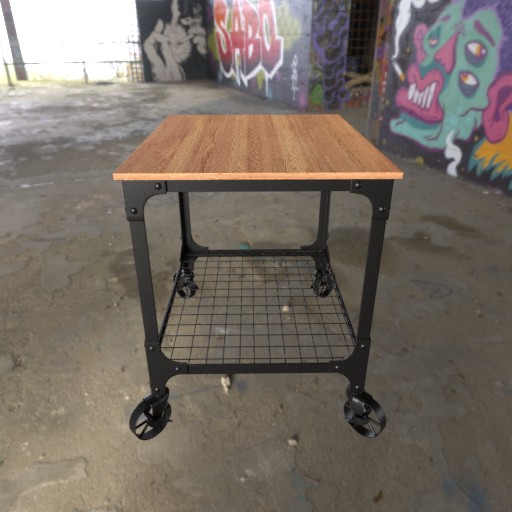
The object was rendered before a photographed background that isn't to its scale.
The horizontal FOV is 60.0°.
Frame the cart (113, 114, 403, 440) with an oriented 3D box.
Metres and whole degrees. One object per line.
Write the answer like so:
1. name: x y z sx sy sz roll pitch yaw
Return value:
1. cart: 0.000 0.000 1.132 0.558 0.603 0.666 0 27 -1
